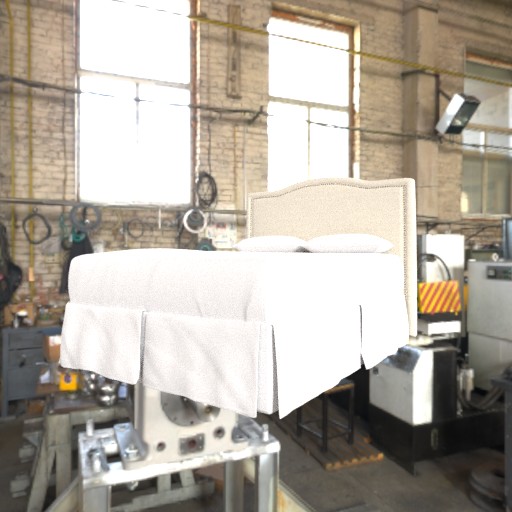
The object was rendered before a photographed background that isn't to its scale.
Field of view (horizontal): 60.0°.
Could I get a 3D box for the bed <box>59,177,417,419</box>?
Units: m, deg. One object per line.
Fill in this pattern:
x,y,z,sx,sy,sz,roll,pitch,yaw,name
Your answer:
0.000,0.000,3.269,1.741,1.449,2.196,0,0,35,bed
